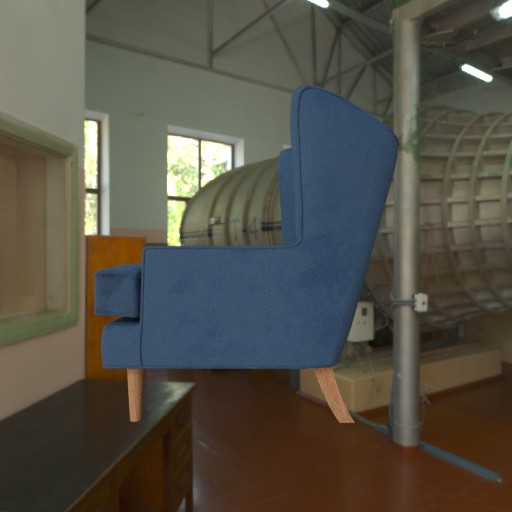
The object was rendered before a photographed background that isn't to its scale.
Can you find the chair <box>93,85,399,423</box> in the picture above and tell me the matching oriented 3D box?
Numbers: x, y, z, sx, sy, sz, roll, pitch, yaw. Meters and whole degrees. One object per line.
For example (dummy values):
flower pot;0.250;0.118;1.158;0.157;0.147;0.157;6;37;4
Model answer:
chair;0.000;0.000;1.601;0.910;0.952;0.793;0;0;0
